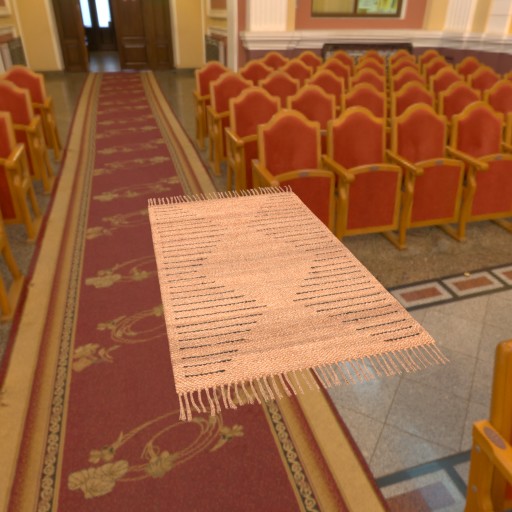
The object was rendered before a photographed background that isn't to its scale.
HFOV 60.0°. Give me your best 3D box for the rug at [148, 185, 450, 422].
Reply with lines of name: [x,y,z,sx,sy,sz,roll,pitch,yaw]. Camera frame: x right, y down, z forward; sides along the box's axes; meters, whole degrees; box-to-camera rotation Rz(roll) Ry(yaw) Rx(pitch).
rug: [0.000,0.000,2.053,0.905,0.017,1.718,-8,30,-13]
